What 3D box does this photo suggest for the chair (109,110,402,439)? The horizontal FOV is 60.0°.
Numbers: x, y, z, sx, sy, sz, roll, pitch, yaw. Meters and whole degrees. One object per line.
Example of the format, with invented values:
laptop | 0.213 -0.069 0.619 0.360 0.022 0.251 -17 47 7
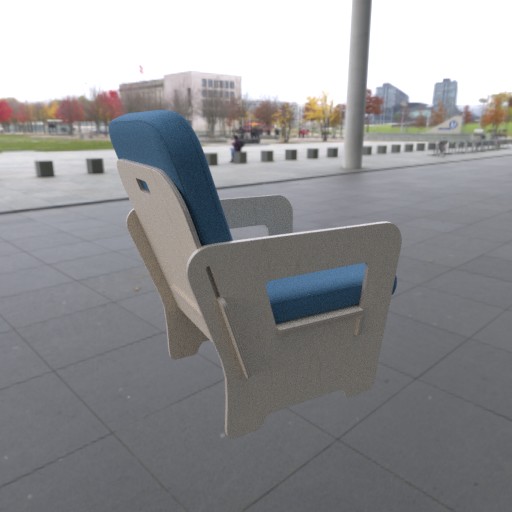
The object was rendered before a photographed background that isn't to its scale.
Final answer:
chair | 0.000 0.000 1.219 0.657 0.747 0.547 -9 18 -27
